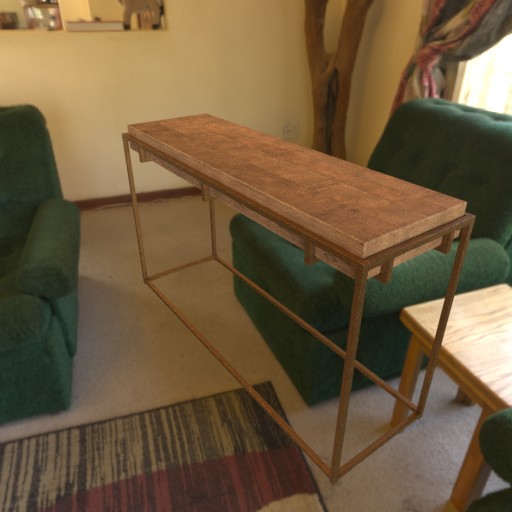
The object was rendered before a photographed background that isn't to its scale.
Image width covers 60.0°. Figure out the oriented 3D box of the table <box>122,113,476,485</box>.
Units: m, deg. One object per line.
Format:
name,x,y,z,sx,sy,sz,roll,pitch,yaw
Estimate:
table,0.000,0.000,1.751,0.440,0.820,1.400,-20,35,-31
